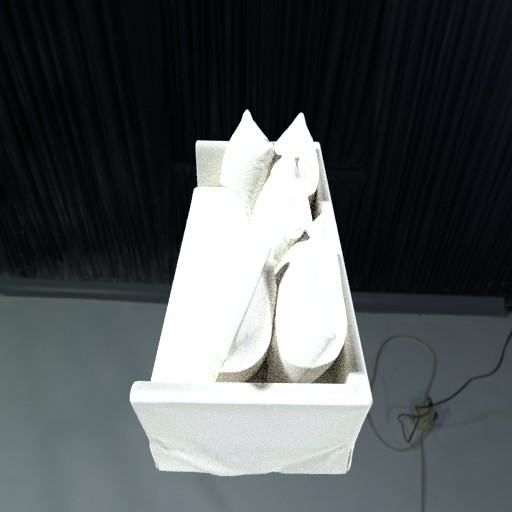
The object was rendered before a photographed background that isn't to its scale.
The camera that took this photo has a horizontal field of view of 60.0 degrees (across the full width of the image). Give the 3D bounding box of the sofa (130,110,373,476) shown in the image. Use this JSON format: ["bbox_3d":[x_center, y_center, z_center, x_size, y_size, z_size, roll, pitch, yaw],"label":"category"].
[{"bbox_3d":[0.000,0.000,2.755,1.031,1.034,2.290,1,40,1],"label":"sofa"}]
